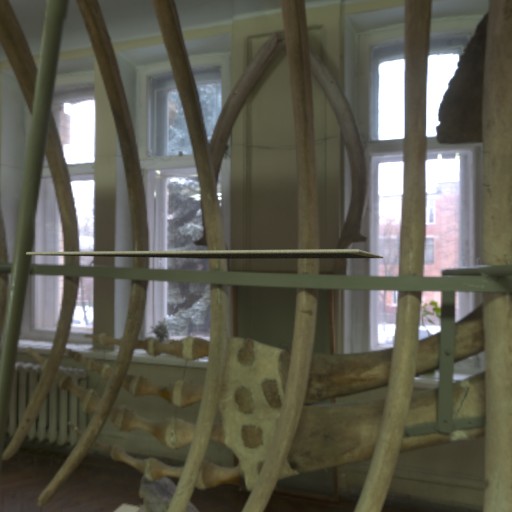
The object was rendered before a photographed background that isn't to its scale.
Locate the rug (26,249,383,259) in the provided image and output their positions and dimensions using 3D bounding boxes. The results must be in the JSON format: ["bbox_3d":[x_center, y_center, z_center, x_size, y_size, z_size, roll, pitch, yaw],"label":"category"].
[{"bbox_3d":[0.000,0.000,2.934,1.540,0.021,2.290,0,-1,18],"label":"rug"}]
